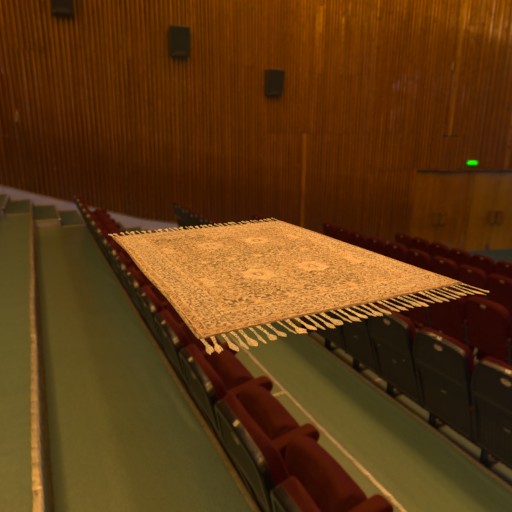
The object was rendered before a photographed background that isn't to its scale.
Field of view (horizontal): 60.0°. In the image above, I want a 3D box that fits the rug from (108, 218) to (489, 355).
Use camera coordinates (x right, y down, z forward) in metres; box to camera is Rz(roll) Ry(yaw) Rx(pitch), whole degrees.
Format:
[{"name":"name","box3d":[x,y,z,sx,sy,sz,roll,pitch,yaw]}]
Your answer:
[{"name":"rug","box3d":[0.000,0.000,3.091,1.619,0.023,2.465,-8,17,-26]}]
